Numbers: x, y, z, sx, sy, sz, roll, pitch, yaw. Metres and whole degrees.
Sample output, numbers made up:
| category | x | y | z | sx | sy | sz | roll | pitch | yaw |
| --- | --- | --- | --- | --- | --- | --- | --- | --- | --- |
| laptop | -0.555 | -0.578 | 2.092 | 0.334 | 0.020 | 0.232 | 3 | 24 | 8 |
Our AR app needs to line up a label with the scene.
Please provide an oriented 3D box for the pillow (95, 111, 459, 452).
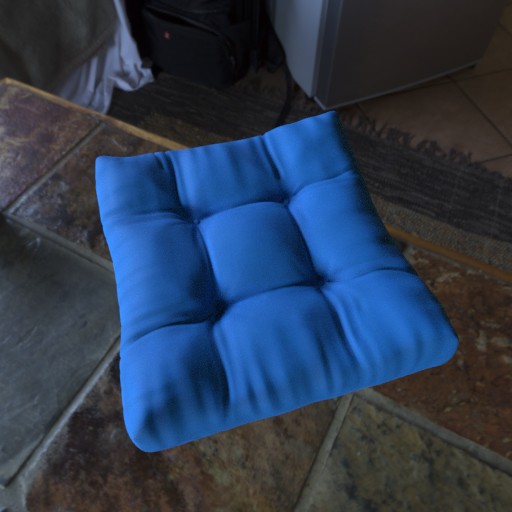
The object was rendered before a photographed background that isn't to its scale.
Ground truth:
| category | x | y | z | sx | sy | sz | roll | pitch | yaw |
| --- | --- | --- | --- | --- | --- | --- | --- | --- | --- |
| pillow | 0.000 | 0.000 | 0.716 | 0.468 | 0.128 | 0.490 | -14 | 59 | -8 |
